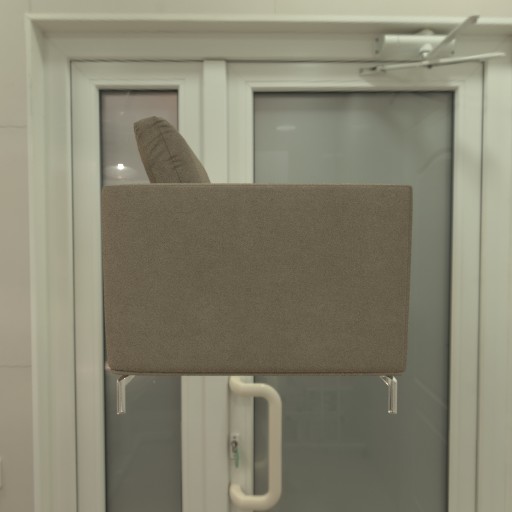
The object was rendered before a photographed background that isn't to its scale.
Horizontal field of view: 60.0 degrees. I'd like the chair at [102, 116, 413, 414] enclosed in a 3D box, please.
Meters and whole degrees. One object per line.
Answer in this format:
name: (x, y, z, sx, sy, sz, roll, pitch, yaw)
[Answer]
chair: (0.000, 0.000, 1.692, 0.889, 0.864, 1.041, 0, 2, 0)
